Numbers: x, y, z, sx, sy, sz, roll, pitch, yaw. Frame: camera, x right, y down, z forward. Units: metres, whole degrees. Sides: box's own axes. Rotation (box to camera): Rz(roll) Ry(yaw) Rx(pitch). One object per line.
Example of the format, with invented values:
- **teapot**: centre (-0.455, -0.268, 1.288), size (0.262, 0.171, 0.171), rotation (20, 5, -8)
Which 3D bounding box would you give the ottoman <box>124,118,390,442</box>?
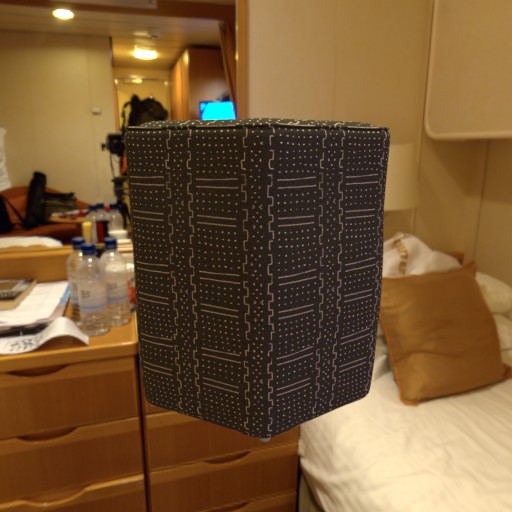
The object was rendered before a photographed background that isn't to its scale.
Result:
- **ottoman**: centre (0.000, 0.000, 0.881), size (0.494, 0.502, 0.443), rotation (7, 15, 25)
